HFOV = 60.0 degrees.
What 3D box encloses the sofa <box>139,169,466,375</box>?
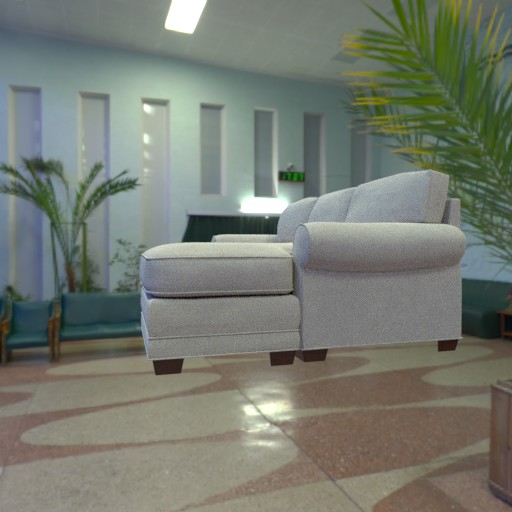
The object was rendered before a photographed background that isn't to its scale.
[{"bbox_3d":[0.000,0.000,2.363,1.226,0.734,1.770,0,1,-17],"label":"sofa"}]
